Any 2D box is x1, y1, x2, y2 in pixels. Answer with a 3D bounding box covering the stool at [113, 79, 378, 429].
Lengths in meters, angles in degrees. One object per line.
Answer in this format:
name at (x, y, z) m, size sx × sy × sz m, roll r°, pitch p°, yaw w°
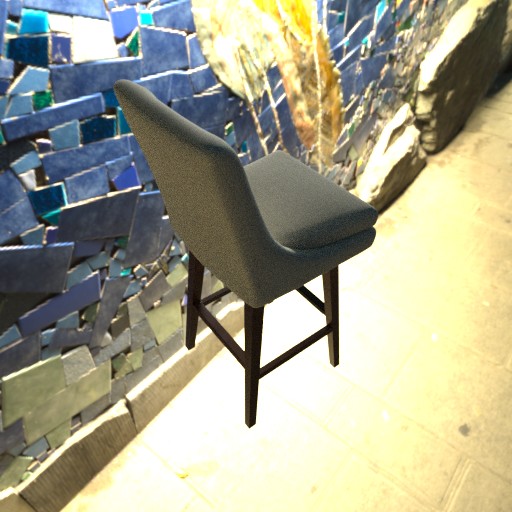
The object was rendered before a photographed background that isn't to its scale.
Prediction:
stool at (0.000, 0.000, 1.395) m, size 0.559 × 1.093 × 0.483 m, roll -27°, pitch 48°, yaw -27°
